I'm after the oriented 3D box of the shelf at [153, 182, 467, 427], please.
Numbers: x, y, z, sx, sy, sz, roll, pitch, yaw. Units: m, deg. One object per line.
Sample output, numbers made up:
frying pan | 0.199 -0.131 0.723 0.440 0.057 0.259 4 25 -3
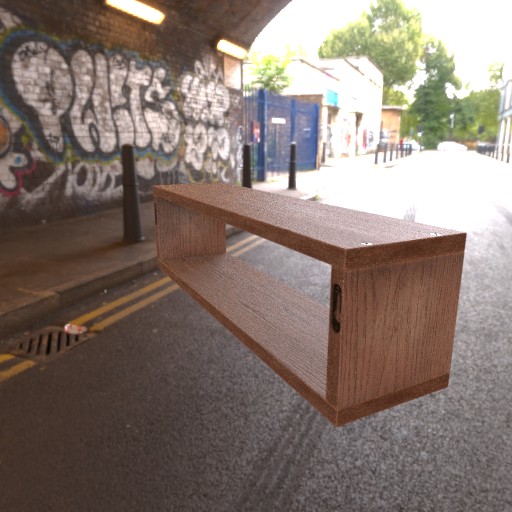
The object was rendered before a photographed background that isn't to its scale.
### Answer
shelf | 0.000 0.000 0.685 0.150 0.170 0.610 -7 16 -27
